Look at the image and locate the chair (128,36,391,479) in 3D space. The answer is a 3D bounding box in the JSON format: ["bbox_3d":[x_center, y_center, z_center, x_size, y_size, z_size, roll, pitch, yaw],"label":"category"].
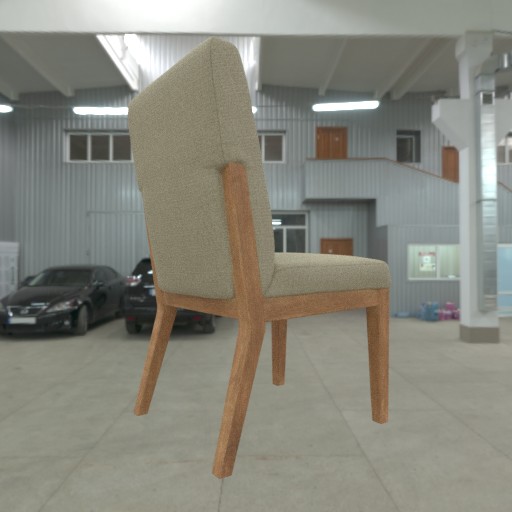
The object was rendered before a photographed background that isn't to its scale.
[{"bbox_3d":[0.000,0.000,1.249,0.586,0.911,0.507,0,-1,-36],"label":"chair"}]
